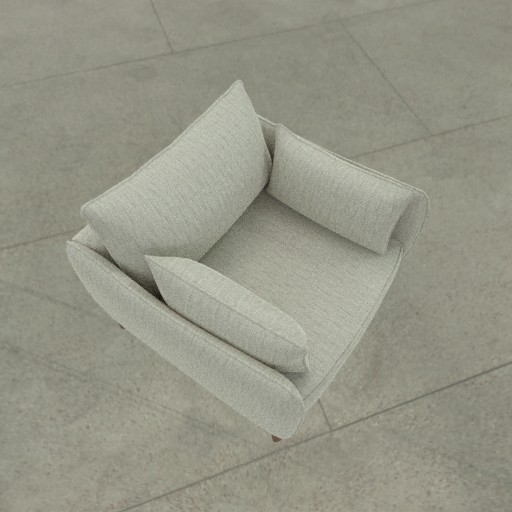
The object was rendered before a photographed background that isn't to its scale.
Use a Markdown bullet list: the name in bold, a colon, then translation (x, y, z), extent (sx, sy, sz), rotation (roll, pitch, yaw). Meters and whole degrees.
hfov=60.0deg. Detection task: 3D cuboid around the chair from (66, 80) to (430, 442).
- **chair**: translation (0.000, 0.000, 1.741), extent (0.991, 0.855, 0.994), rotation (31, 63, 18)
